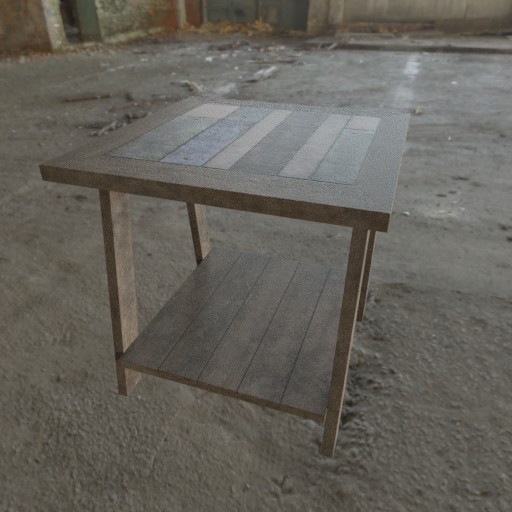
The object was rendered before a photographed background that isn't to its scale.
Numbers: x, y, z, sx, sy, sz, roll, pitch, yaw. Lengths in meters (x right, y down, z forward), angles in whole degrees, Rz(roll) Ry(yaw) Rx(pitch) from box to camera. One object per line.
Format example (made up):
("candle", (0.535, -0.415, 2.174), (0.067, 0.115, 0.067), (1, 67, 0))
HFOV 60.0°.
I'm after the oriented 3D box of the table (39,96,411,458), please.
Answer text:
("table", (0.000, 0.000, 1.109), (0.610, 0.610, 0.610), (10, 33, 16))
